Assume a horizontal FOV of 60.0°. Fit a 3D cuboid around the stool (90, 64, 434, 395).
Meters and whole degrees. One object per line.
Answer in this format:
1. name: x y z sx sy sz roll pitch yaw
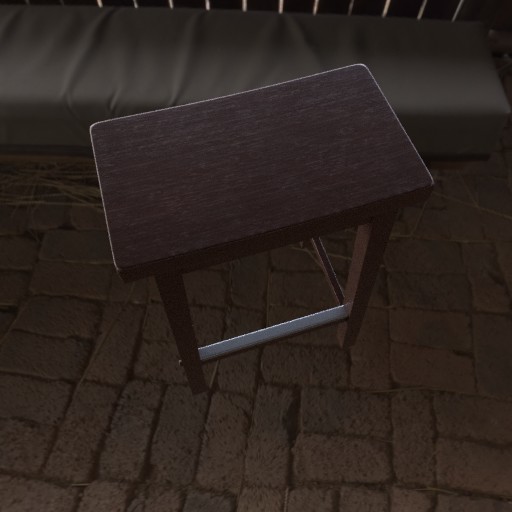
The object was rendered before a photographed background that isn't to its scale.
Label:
1. stool: 0.000 0.000 0.851 0.406 0.610 0.322 -15 65 -7
